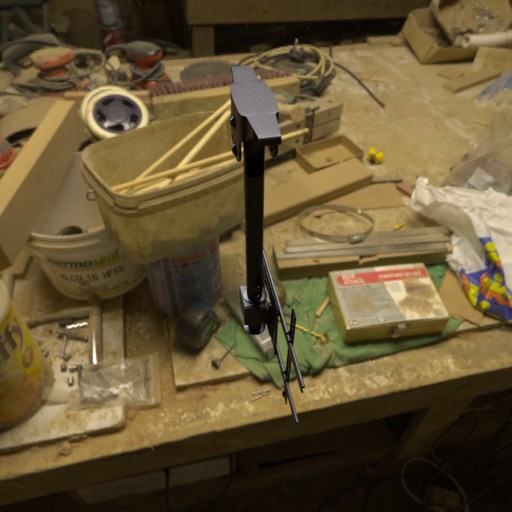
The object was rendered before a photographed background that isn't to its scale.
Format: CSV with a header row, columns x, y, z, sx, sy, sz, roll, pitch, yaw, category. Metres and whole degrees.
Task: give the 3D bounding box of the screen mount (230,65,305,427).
x,y,z,sx,sy,sz,roll,pitch,yaw,category
0.000,0.000,1.024,0.090,0.775,0.595,-8,47,-8,screen mount
